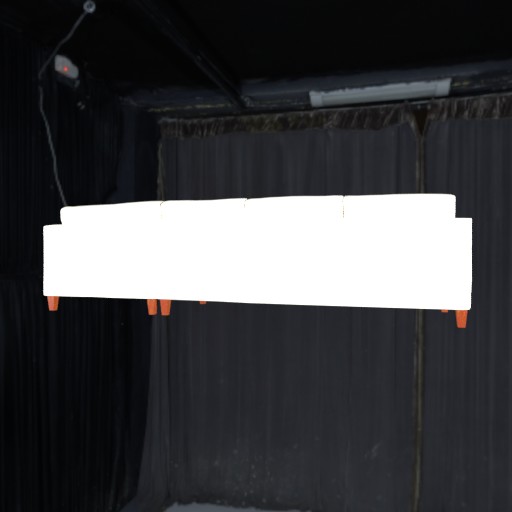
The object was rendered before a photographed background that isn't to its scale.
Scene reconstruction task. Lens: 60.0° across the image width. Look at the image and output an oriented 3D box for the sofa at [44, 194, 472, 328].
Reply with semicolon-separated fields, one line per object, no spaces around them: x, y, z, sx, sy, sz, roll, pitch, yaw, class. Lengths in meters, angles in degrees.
0.000;0.000;4.187;3.471;0.954;1.603;0;1;15;sofa
